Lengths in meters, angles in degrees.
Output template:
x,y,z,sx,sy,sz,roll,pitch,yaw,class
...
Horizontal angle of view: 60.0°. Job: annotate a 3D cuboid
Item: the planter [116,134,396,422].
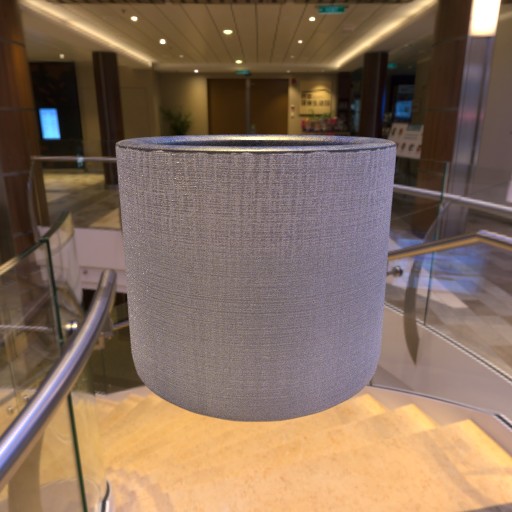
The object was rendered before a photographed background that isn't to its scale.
x,y,z,sx,sy,sz,roll,pitch,yaw,class
0.000,0.000,0.219,0.125,0.112,0.125,0,17,0,planter
